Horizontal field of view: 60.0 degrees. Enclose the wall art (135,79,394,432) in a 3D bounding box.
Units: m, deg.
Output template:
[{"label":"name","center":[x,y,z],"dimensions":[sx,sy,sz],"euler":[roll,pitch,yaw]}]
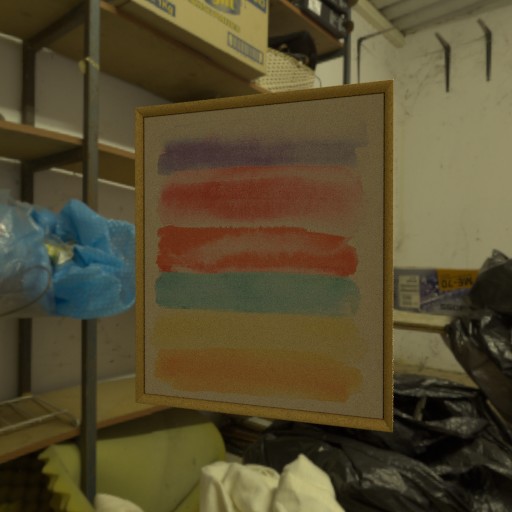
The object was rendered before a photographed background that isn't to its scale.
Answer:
[{"label":"wall art","center":[0.000,0.000,0.907],"dimensions":[0.537,0.642,0.048],"euler":[0,1,17]}]
